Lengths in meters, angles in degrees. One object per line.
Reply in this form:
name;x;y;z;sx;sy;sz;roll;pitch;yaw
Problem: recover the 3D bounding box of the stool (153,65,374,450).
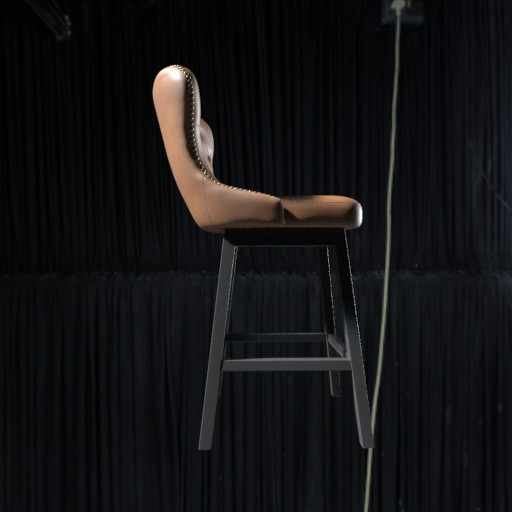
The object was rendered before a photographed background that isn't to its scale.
stool;0.000;0.000;1.325;0.593;0.971;0.528;0;1;-1
